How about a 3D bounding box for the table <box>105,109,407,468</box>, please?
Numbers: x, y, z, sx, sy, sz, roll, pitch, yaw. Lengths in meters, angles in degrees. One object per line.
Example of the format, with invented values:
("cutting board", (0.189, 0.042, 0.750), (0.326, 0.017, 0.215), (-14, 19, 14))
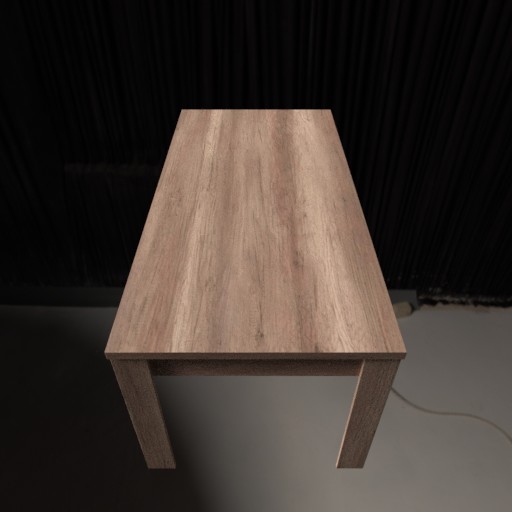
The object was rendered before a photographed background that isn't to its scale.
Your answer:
("table", (0.000, 0.000, 2.258), (0.900, 0.790, 1.800), (0, 41, 0))
